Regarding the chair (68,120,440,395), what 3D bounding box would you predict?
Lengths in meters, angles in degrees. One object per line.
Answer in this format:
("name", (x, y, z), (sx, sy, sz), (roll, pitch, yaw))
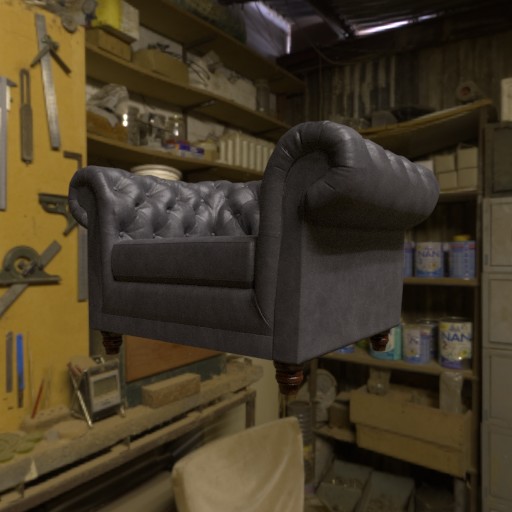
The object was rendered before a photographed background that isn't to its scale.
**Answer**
("chair", (0.000, 0.000, 1.839), (1.298, 0.780, 0.943), (0, 1, 37))
